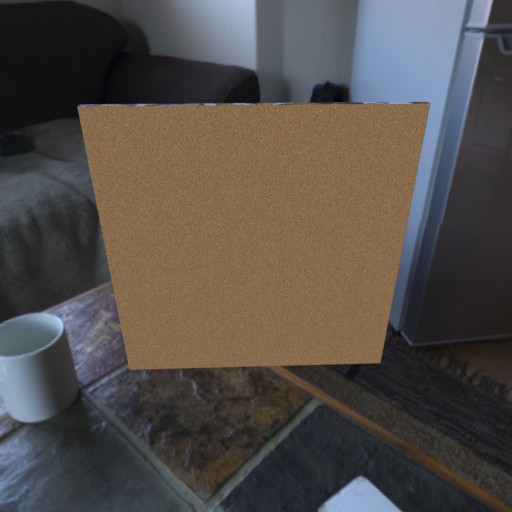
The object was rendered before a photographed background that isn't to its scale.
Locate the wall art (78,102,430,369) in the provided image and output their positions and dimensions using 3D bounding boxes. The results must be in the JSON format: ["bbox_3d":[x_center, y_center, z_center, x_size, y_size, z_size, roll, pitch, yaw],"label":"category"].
[{"bbox_3d":[0.000,0.000,0.614,0.404,0.406,0.010,-1,31,-2],"label":"wall art"}]
